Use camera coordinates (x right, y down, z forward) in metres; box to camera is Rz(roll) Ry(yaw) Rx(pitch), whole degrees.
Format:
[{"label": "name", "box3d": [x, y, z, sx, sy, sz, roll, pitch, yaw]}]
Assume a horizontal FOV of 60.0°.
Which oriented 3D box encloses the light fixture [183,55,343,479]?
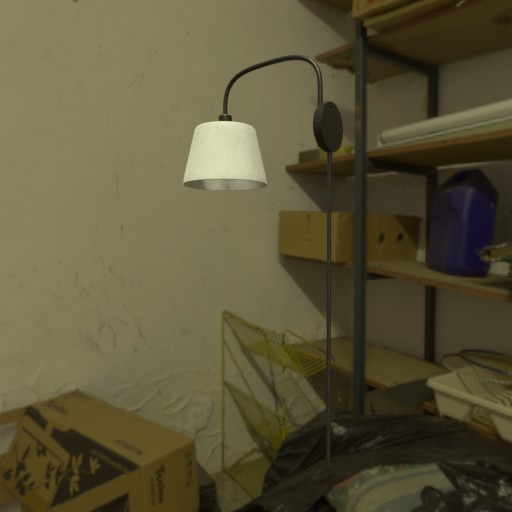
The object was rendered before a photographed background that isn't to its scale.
[{"label": "light fixture", "box3d": [0.000, 0.000, 0.466, 0.176, 0.399, 0.092, 1, 2, 36]}]
